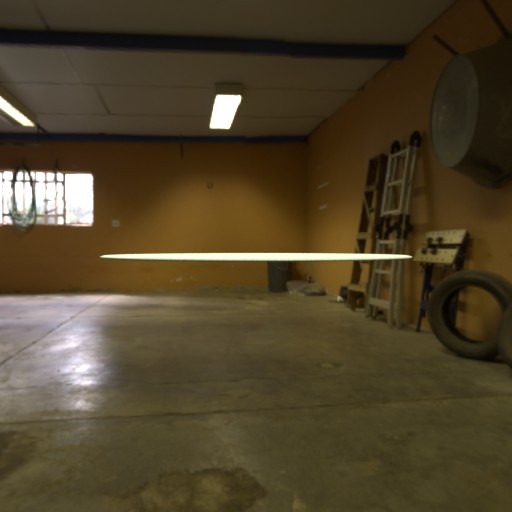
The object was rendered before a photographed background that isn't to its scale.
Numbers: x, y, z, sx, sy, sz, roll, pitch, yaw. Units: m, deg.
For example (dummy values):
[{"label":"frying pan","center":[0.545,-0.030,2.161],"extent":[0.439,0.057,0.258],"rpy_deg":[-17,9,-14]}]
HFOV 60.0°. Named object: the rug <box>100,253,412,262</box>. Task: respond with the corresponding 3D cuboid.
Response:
[{"label":"rug","center":[0.000,0.000,2.395],"extent":[1.593,0.012,1.593],"rpy_deg":[0,1,0]}]
